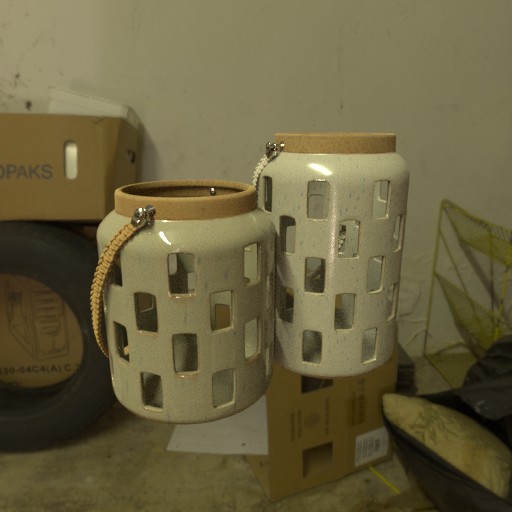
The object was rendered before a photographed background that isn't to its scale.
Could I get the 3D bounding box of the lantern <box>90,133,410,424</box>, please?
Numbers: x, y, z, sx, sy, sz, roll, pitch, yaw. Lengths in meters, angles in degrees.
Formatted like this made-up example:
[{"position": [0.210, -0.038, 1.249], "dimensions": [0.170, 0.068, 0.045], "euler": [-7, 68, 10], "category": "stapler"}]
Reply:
[{"position": [0.000, 0.000, 0.481], "dimensions": [0.347, 0.255, 0.184], "euler": [-8, 18, -25], "category": "lantern"}]
